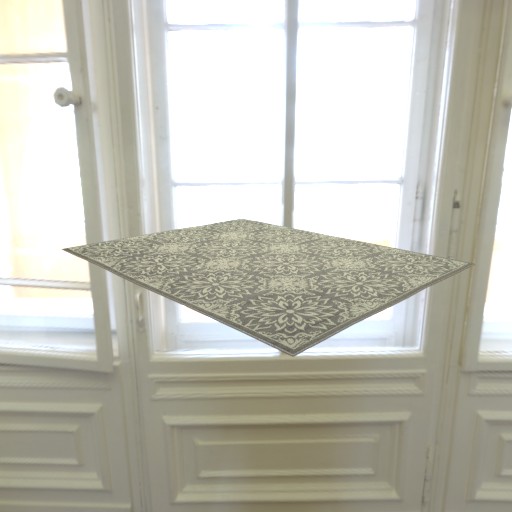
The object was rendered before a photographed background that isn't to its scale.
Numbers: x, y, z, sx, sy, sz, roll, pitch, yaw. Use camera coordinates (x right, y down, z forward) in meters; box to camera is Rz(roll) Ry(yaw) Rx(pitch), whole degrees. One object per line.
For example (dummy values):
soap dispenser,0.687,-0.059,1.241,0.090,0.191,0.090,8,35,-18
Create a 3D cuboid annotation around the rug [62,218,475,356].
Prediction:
rug,0.000,0.000,4.046,2.363,0.012,2.980,-14,21,-42
